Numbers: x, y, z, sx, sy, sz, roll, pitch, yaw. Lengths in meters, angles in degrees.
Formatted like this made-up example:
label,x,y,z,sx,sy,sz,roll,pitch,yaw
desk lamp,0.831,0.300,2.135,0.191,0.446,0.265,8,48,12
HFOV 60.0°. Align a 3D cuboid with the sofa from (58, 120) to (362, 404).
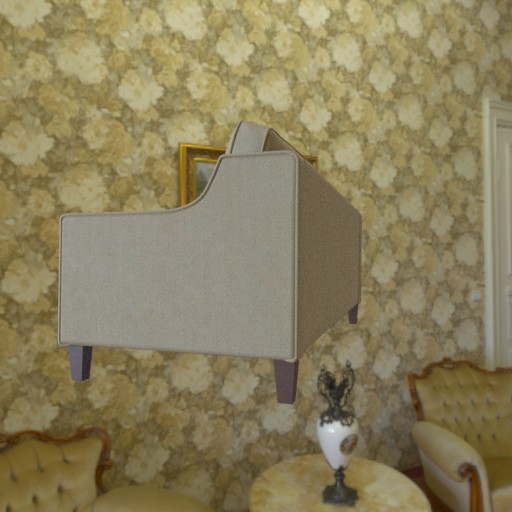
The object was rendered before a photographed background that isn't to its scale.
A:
label,x,y,z,sx,sy,sz,roll,pitch,yaw
sofa,0.000,0.000,2.731,1.066,1.071,2.178,0,0,19
